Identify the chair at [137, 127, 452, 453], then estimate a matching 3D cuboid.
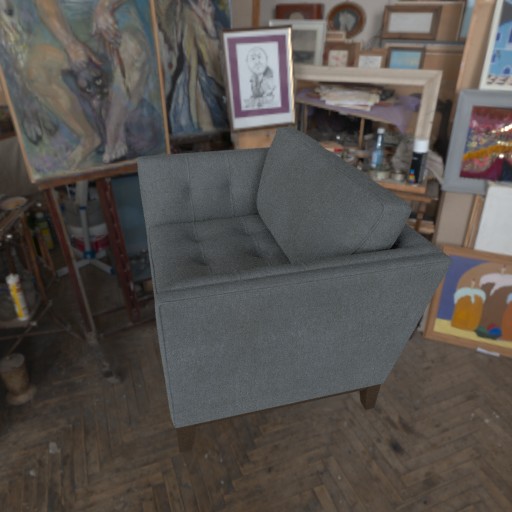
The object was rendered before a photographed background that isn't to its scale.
[{"bbox_3d":[0.000,0.000,2.069,0.965,0.942,1.396,-8,31,-13],"label":"chair"}]
